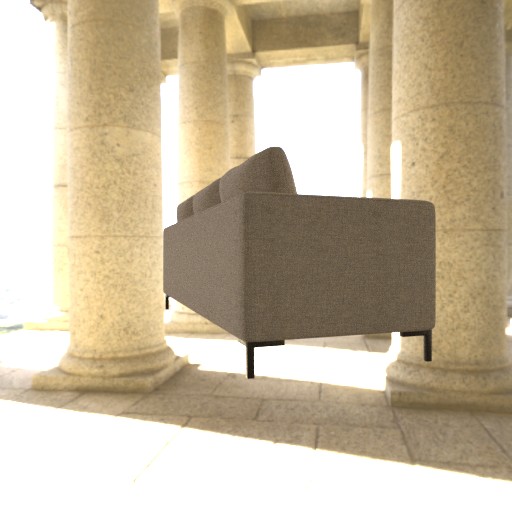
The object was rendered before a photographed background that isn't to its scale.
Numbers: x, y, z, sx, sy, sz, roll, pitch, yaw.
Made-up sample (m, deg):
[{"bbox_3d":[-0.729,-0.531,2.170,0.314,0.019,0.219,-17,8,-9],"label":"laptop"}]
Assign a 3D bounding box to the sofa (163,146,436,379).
[{"bbox_3d":[0.000,0.000,2.738,0.859,0.874,2.218,0,0,-19],"label":"sofa"}]
